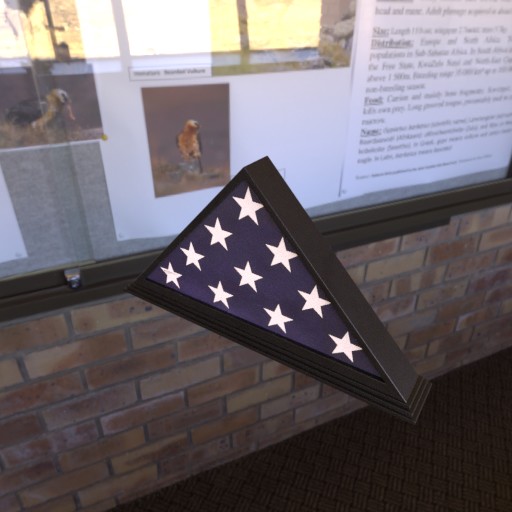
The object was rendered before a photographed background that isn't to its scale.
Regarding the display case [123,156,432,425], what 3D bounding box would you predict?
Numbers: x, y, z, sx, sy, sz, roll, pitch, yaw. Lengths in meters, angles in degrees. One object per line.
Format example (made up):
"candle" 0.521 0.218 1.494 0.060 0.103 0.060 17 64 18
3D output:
"display case" 0.000 0.000 0.771 0.640 0.340 0.095 19 35 29
